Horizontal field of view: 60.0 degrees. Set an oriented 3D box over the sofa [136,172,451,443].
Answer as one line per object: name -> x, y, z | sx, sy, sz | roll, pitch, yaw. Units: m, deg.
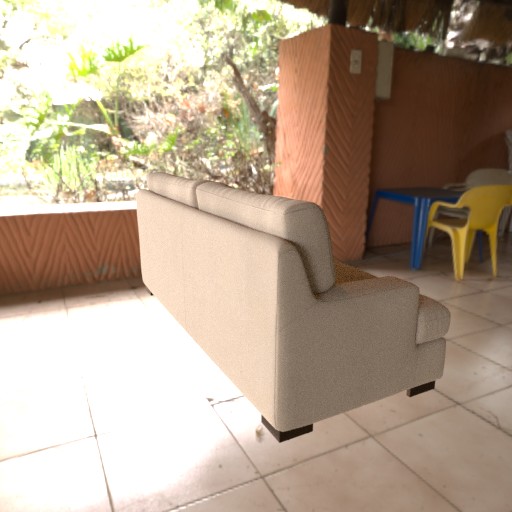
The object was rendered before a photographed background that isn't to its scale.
sofa -> 0.000, 0.000, 2.678 | 0.929, 0.925, 2.147 | -7, 16, -27
